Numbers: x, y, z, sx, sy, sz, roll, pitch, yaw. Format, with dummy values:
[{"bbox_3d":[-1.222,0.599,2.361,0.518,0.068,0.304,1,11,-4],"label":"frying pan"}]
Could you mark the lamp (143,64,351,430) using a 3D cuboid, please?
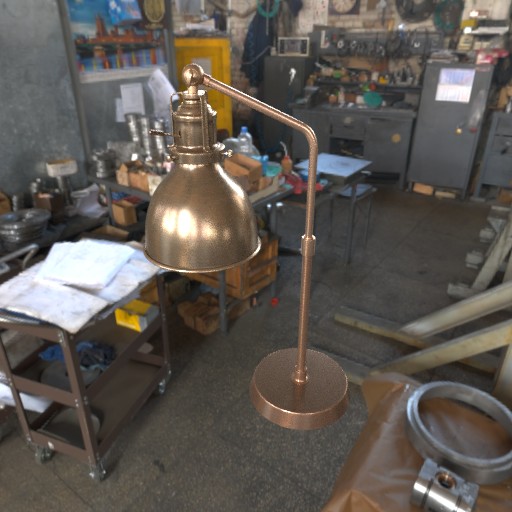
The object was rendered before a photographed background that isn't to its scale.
[{"bbox_3d":[0.000,0.000,0.572,0.286,0.456,0.153,1,27,2],"label":"lamp"}]
